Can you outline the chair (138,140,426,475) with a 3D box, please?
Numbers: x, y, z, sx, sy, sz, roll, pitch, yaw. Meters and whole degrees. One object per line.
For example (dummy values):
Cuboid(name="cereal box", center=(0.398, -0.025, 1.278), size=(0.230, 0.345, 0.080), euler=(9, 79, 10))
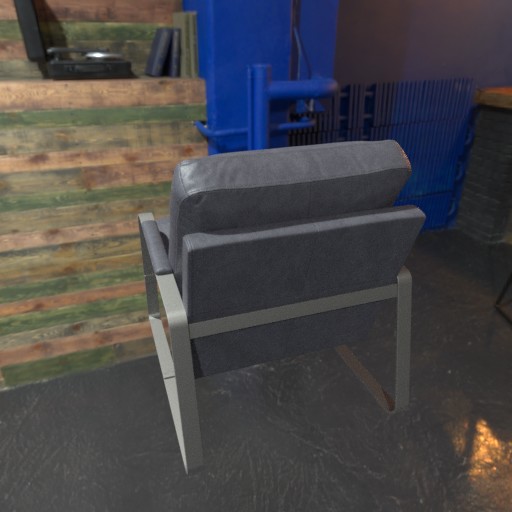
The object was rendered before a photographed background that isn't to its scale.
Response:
Cuboid(name="chair", center=(0.000, 0.000, 1.475), size=(0.692, 0.839, 0.878), euler=(-9, 27, -17))
